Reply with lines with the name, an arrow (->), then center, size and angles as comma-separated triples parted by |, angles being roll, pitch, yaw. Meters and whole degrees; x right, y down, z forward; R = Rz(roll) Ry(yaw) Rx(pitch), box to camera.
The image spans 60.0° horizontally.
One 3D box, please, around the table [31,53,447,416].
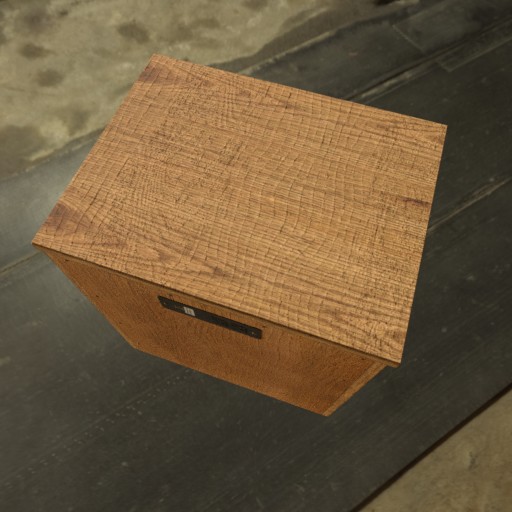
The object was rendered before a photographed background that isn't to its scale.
table -> 0.000, 0.000, 1.051 | 0.601, 0.625, 0.494 | 17, 65, 8
